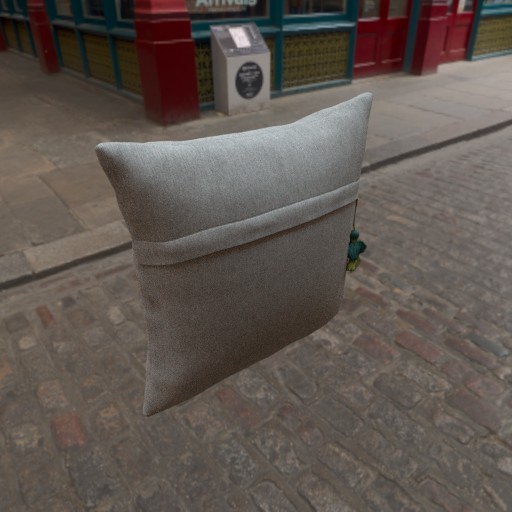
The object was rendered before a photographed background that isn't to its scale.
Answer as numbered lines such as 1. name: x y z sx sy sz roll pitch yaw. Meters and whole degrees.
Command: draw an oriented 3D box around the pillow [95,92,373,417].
1. pillow: 0.000 0.000 0.686 0.433 0.436 0.173 -22 38 -32
